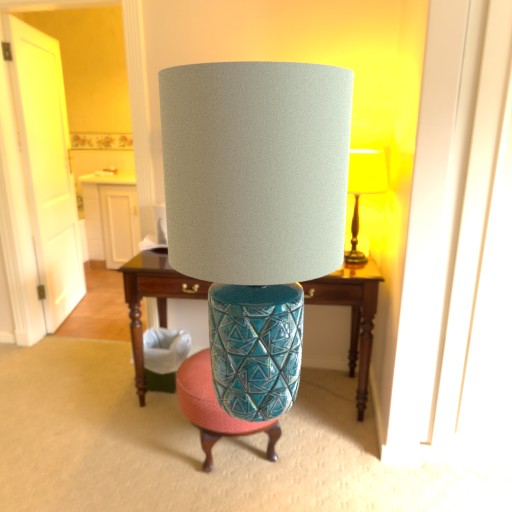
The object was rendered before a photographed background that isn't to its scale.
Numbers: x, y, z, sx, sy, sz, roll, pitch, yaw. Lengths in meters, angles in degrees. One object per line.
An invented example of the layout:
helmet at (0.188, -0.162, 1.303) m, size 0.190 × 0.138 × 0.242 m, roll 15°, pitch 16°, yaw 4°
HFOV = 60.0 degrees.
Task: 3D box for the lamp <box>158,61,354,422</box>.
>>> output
lamp at (0.000, 0.000, 0.497) m, size 0.193 × 0.377 × 0.193 m, roll -9°, pitch 18°, yaw -28°
